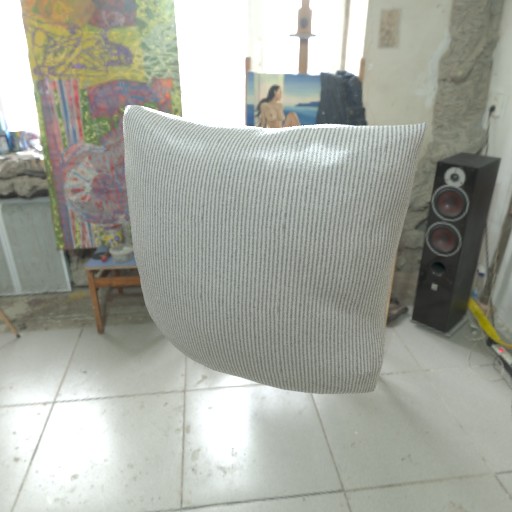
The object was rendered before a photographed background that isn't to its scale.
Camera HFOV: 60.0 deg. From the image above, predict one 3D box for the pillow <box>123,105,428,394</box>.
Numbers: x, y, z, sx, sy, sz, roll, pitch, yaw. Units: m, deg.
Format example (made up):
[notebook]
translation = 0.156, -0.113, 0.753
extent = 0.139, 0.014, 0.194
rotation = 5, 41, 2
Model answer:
[pillow]
translation = 0.000, 0.000, 0.698
extent = 0.310, 0.432, 0.387
rotation = -18, 31, -32
